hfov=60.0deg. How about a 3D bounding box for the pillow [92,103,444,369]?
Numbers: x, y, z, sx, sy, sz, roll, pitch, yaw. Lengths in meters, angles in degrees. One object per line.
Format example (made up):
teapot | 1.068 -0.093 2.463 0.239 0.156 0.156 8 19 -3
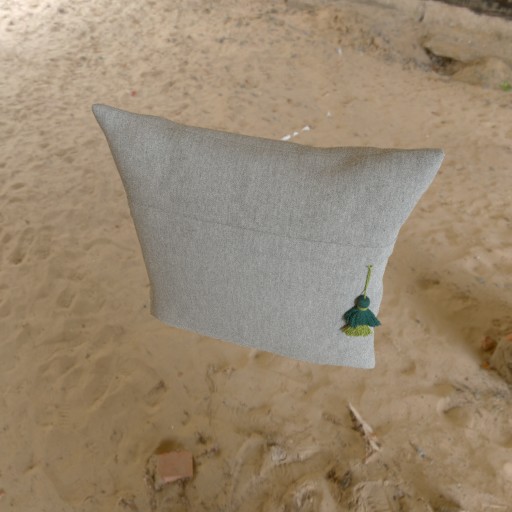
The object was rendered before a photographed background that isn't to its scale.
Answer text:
pillow | 0.000 0.000 0.677 0.433 0.436 0.173 11 44 12
